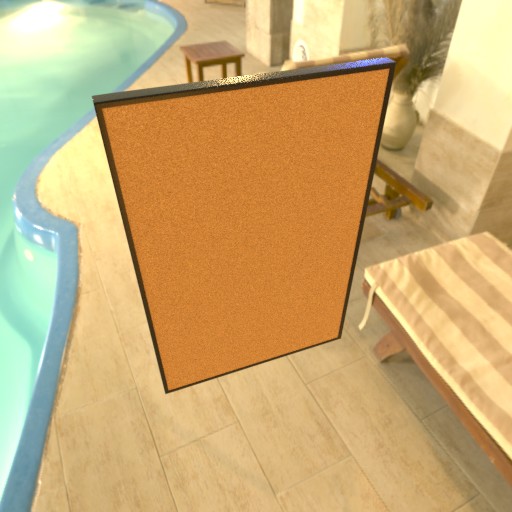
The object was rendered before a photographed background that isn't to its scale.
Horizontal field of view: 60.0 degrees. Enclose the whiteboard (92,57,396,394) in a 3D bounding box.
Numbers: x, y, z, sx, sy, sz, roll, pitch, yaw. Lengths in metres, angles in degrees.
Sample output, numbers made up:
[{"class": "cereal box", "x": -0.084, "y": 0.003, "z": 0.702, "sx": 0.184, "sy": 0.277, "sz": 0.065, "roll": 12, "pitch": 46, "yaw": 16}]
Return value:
[{"class": "whiteboard", "x": 0.000, "y": 0.000, "z": 0.769, "sx": 0.406, "sy": 0.611, "sz": 0.026, "roll": -14, "pitch": 43, "yaw": -15}]
